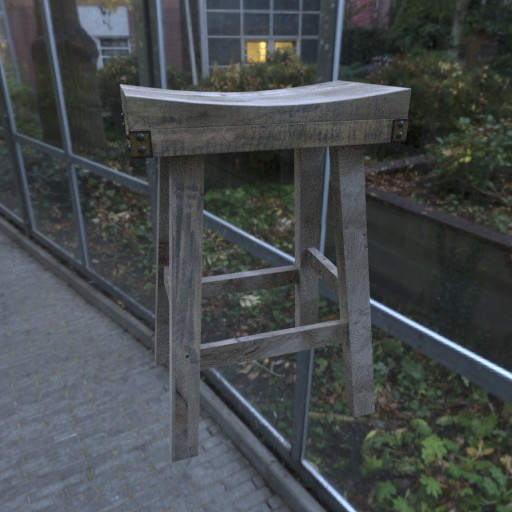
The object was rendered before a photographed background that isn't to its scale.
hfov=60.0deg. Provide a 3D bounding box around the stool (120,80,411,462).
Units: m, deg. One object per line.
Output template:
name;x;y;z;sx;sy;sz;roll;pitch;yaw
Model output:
stool;0.000;0.000;0.886;0.450;0.635;0.330;-7;25;-16
